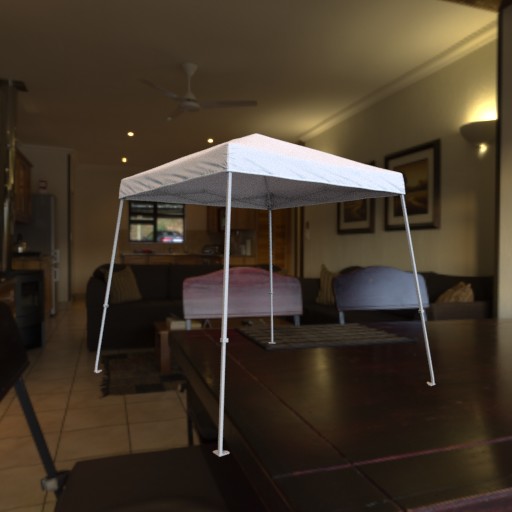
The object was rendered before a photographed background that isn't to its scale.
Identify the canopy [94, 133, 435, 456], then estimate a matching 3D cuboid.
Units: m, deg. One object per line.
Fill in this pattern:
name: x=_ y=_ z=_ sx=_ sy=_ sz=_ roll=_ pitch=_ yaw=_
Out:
canopy: x=0.000 y=0.000 z=5.177 sx=2.848 sy=2.849 sz=2.849 roll=-1 pitch=1 yaw=-37
